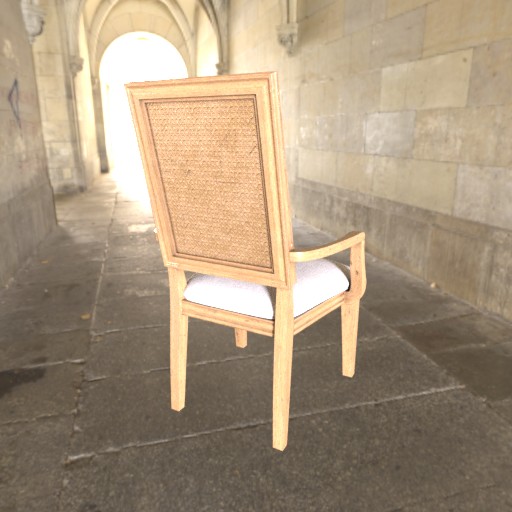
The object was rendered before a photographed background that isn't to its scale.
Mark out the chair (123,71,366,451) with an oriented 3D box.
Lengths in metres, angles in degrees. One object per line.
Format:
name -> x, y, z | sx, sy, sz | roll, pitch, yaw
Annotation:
chair -> 0.000, 0.000, 1.383 | 0.606, 0.990, 0.602 | 9, 18, 28
